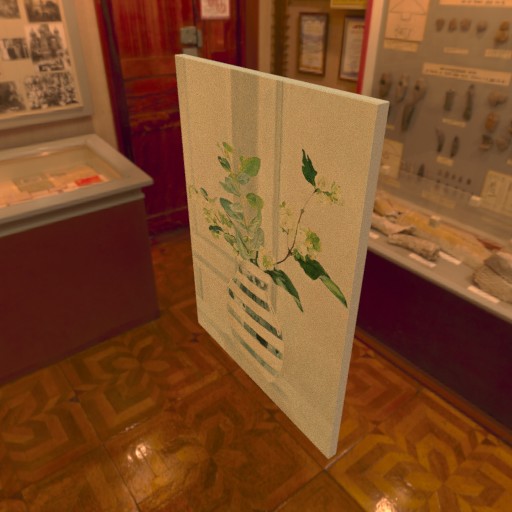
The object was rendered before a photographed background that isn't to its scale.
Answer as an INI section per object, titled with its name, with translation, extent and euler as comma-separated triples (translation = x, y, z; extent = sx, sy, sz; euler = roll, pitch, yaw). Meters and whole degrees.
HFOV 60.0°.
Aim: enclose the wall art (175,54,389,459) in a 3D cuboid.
[wall art]
translation = 0.000, 0.000, 1.564
extent = 0.038, 1.212, 0.914
euler = -21, 37, -30
